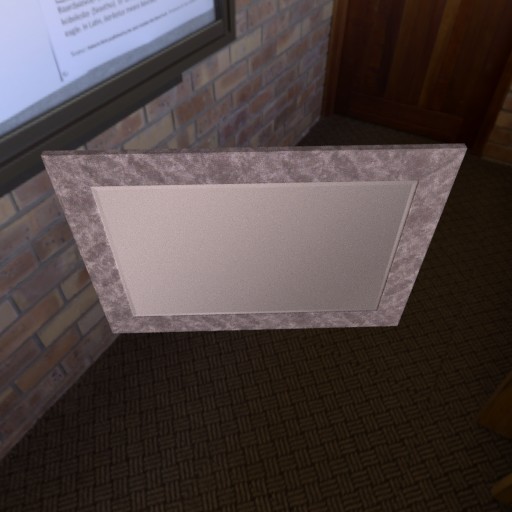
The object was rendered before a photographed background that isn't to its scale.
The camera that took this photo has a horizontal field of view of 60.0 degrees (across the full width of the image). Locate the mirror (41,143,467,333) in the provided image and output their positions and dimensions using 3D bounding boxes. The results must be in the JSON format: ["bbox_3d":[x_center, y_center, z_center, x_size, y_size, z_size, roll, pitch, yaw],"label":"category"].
[{"bbox_3d":[0.000,0.000,1.437,1.101,0.795,0.022,-1,46,-1],"label":"mirror"}]
